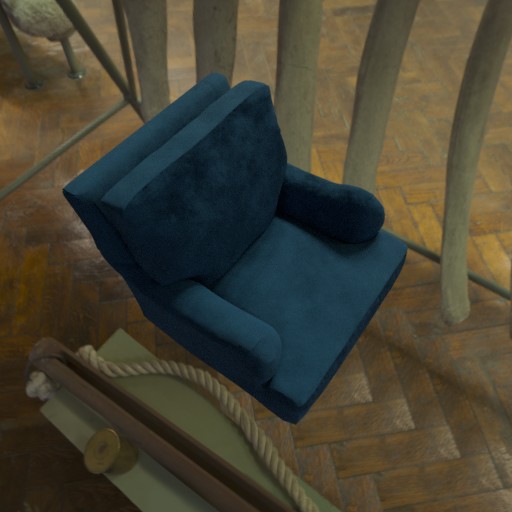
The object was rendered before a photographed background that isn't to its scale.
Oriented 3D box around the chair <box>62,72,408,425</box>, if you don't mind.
[{"bbox_3d":[0.000,0.000,1.906,1.078,1.076,0.895,32,63,19],"label":"chair"}]
